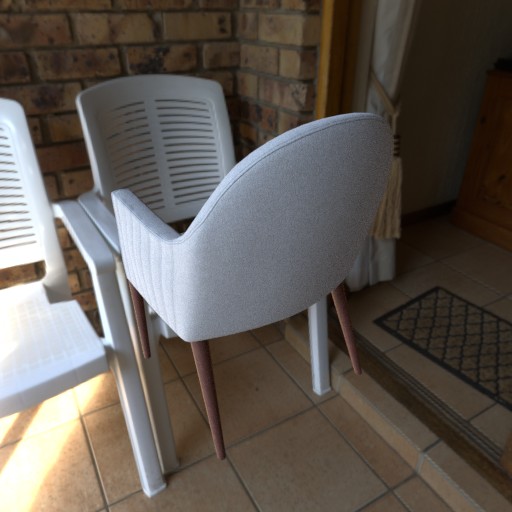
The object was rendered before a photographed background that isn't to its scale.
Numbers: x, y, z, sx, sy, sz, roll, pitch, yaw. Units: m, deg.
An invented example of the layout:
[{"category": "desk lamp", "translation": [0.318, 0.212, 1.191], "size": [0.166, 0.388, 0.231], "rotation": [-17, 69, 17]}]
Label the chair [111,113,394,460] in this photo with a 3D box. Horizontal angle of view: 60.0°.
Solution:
[{"category": "chair", "translation": [0.000, 0.000, 1.271], "size": [0.610, 0.889, 0.620], "rotation": [-20, 35, -31]}]
